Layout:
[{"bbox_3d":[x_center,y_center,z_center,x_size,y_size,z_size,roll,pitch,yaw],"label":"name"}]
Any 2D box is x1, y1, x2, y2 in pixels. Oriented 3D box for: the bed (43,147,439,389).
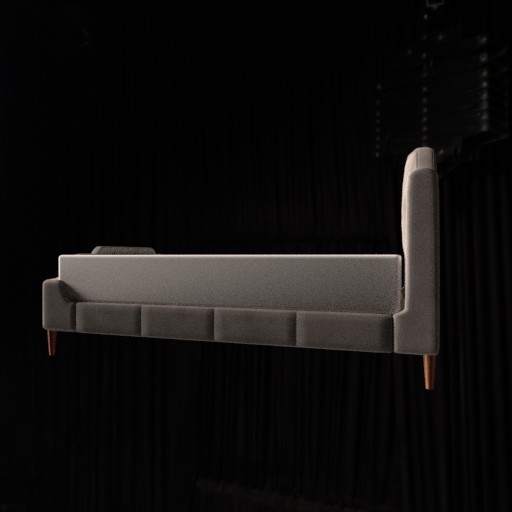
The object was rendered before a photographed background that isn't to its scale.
[{"bbox_3d":[0.000,0.000,3.203,2.340,1.245,1.676,0,0,18],"label":"bed"}]
